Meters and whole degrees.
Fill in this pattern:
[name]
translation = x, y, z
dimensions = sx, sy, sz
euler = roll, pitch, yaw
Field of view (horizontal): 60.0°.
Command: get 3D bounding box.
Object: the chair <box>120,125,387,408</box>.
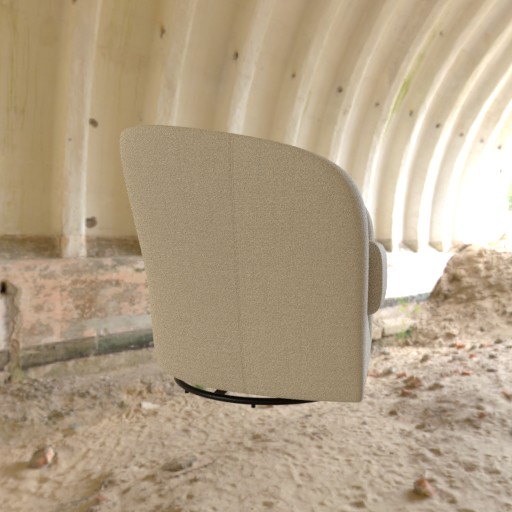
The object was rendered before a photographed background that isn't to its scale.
[chair]
translation = 0.000, 0.000, 1.433
dimensions = 0.815, 0.771, 0.791
euler = 0, 1, 16
